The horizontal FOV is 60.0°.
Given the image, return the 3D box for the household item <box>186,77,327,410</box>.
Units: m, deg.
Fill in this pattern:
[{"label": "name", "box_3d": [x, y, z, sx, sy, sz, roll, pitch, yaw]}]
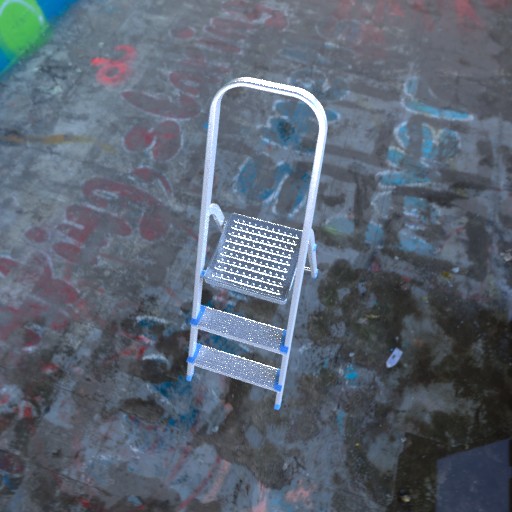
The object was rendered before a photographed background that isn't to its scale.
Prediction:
[{"label": "household item", "box_3d": [0.000, 0.000, 1.517, 0.420, 1.215, 0.687, 15, 61, 9]}]
